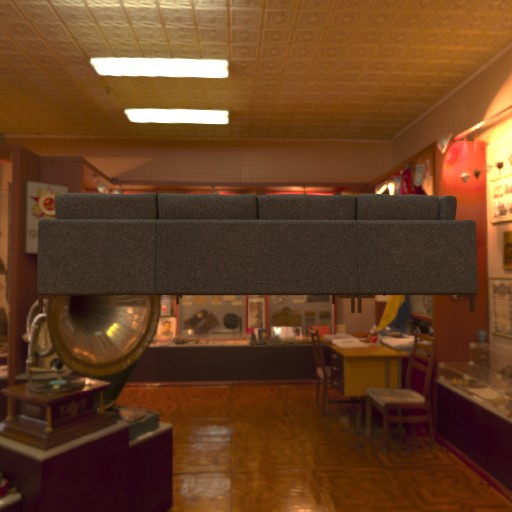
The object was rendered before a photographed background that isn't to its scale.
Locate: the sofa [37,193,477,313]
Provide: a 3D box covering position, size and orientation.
[{"bbox_3d":[0.000,0.000,3.898,2.956,0.813,2.007,0,-2,-1],"label":"sofa"}]
